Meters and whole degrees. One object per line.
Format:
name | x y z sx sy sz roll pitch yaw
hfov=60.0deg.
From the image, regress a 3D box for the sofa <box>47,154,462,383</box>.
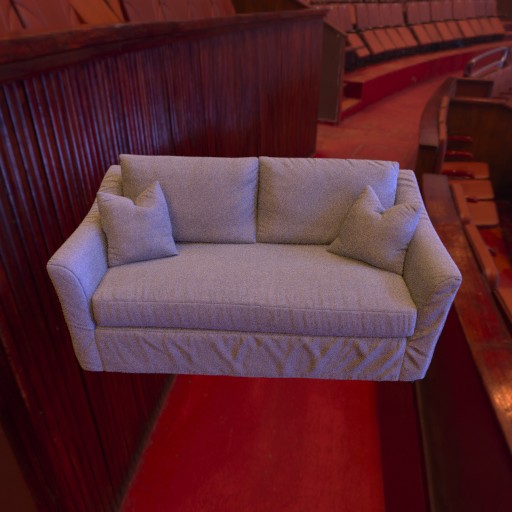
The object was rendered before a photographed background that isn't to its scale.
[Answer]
sofa | 0.000 0.000 2.641 2.010 1.018 1.072 1 30 2
